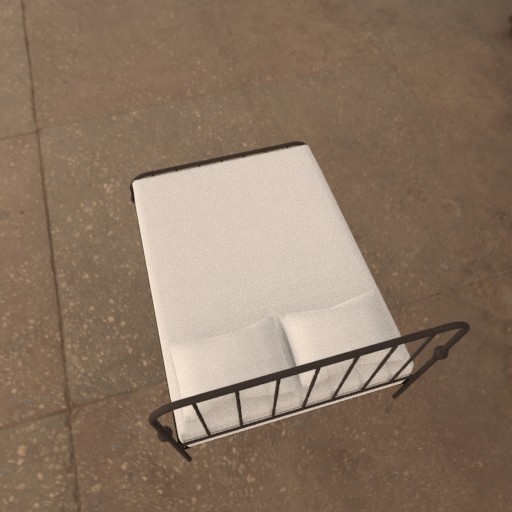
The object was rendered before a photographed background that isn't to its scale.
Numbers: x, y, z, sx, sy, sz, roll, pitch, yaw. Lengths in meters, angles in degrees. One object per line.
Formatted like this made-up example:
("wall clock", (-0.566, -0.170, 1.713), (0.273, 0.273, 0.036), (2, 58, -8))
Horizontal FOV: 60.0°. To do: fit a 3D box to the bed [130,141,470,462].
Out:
("bed", (0.000, 0.000, 3.065), (1.616, 1.446, 2.134), (-14, 59, -8))
